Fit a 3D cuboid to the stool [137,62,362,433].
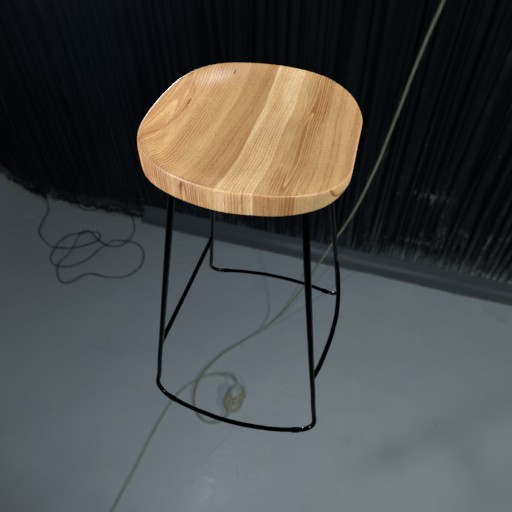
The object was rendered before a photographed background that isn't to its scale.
[{"bbox_3d":[0.000,0.000,0.965,0.401,0.679,0.480,11,48,10],"label":"stool"}]
